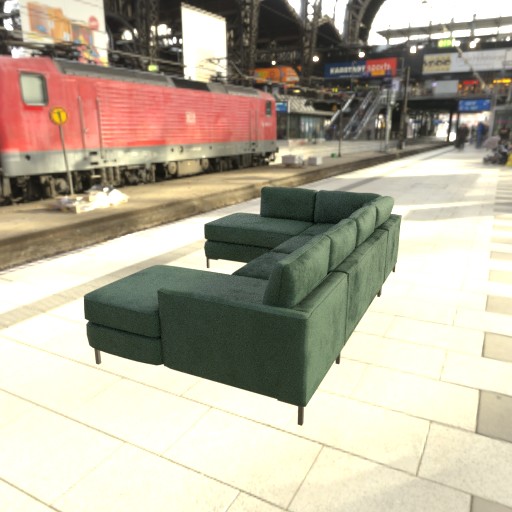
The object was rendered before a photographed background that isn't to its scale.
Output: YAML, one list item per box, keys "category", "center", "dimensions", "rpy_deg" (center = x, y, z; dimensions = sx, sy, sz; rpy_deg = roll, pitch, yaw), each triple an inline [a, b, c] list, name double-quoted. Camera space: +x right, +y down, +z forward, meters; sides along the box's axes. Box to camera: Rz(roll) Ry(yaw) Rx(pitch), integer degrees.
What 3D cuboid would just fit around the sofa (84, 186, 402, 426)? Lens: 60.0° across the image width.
- category: "sofa"
  center: [0.000, 0.000, 3.839]
  dimensions: [1.992, 0.861, 2.994]
  rpy_deg: [8, 18, 25]
